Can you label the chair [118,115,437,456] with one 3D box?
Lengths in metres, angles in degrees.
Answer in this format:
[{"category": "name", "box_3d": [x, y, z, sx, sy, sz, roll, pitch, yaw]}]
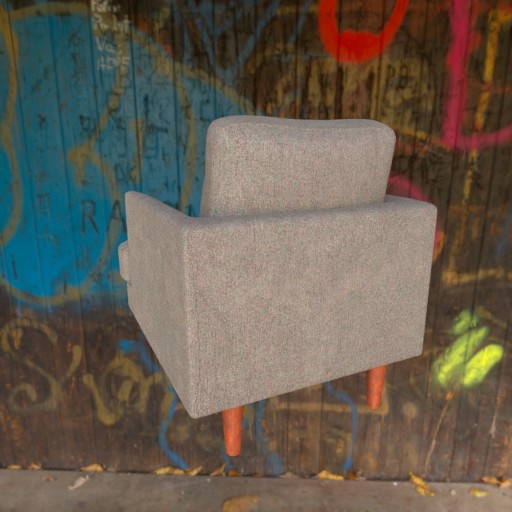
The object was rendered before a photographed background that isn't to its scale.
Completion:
[{"category": "chair", "box_3d": [0.000, 0.000, 1.627, 0.858, 0.957, 0.899, -7, 17, -25]}]
